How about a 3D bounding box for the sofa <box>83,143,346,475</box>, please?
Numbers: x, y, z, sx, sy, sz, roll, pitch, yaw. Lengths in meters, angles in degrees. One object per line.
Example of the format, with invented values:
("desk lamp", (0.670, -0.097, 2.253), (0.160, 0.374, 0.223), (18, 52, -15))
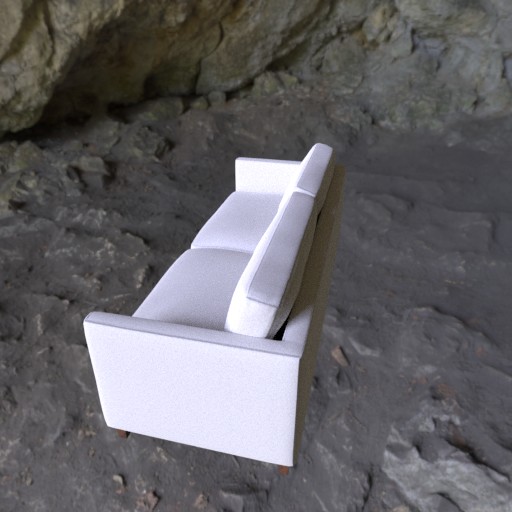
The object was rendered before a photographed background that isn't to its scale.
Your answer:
("sofa", (0.000, 0.000, 2.838), (0.951, 0.962, 2.361), (7, 30, 12))
